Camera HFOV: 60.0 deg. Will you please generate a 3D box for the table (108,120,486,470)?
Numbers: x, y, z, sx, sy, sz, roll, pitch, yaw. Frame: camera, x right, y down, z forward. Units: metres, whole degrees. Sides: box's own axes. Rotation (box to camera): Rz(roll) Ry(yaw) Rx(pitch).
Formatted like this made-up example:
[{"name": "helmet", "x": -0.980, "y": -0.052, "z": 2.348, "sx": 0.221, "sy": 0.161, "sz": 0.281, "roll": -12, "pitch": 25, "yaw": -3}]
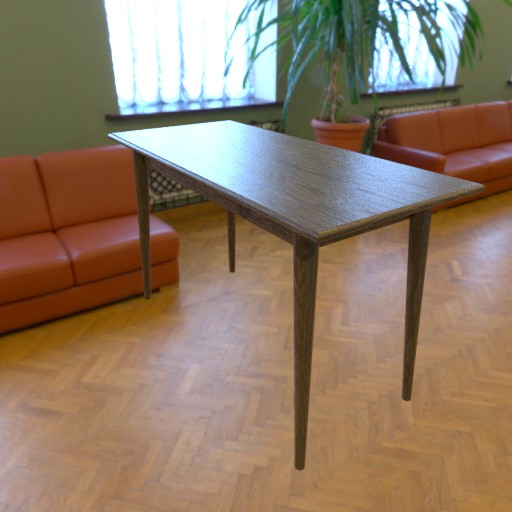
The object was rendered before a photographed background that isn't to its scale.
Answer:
[{"name": "table", "x": 0.000, "y": 0.000, "z": 1.683, "sx": 0.599, "sy": 0.780, "sz": 1.300, "roll": -17, "pitch": 31, "yaw": -31}]
